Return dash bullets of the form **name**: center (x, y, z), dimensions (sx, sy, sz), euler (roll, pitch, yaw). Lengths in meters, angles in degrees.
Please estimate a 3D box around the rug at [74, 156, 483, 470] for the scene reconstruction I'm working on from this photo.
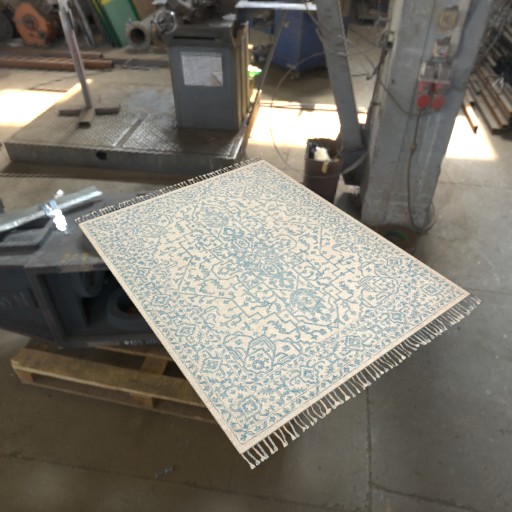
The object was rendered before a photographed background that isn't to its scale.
- **rug**: center (0.000, 0.000, 4.284), dimensions (2.464, 0.010, 3.327), euler (-25, 46, -27)
